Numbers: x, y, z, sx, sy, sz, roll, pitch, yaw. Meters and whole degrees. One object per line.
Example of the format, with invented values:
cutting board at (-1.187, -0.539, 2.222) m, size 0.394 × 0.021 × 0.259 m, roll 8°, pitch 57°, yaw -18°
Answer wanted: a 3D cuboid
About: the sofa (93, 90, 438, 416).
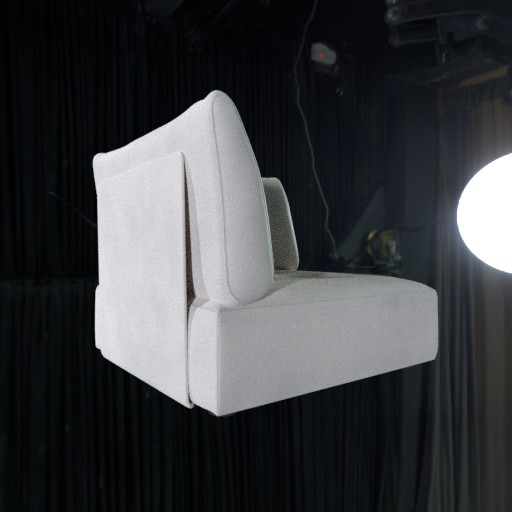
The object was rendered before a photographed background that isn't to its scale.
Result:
sofa at (0.000, 0.000, 1.717) m, size 1.000 × 0.820 × 1.000 m, roll -1°, pitch 1°, yaw -37°
